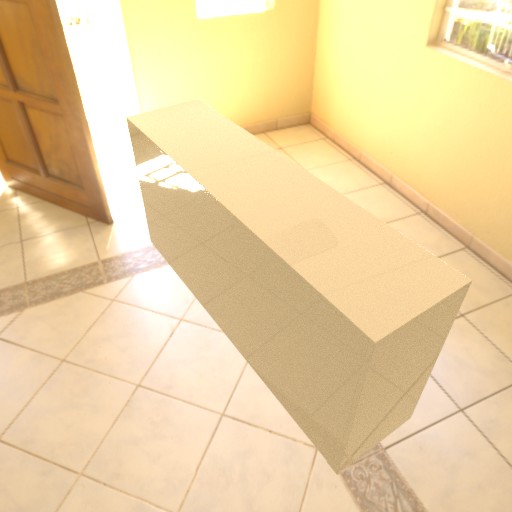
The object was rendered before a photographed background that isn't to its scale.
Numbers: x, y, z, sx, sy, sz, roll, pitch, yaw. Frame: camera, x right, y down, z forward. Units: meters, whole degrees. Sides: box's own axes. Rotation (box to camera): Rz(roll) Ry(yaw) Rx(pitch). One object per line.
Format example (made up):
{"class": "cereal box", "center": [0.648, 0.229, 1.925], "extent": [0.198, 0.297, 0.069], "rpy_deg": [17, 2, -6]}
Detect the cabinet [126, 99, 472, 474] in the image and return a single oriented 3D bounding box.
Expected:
{"class": "cabinet", "center": [0.000, 0.000, 1.984], "extent": [0.400, 0.800, 1.650], "rpy_deg": [-24, 47, -25]}
